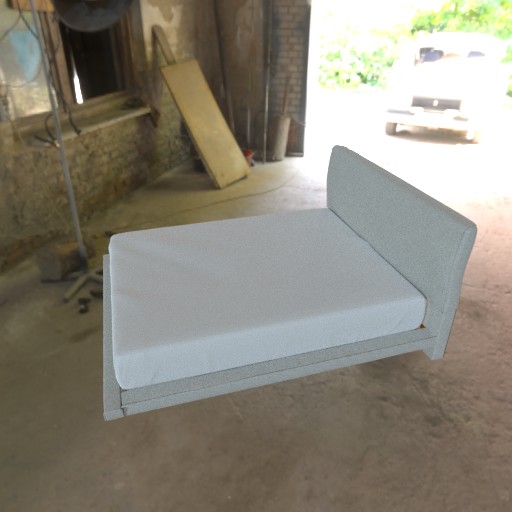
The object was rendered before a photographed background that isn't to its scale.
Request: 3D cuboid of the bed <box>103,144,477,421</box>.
[{"bbox_3d":[0.000,0.000,3.599,2.498,1.126,1.980,-8,31,-14],"label":"bed"}]
